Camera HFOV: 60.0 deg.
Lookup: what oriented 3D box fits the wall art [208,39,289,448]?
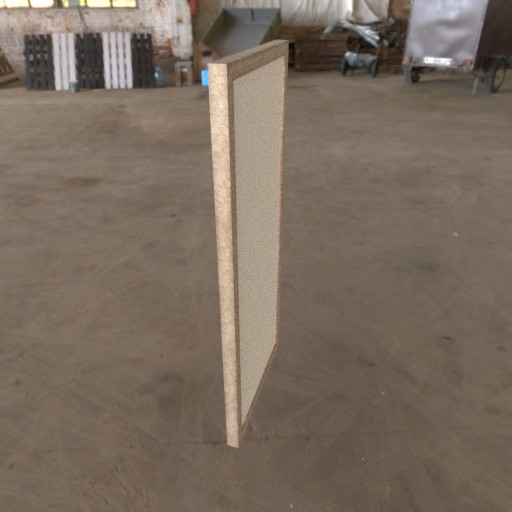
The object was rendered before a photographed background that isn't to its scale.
[{"bbox_3d":[0.000,0.000,1.720,0.051,1.461,0.648,9,32,15],"label":"wall art"}]
